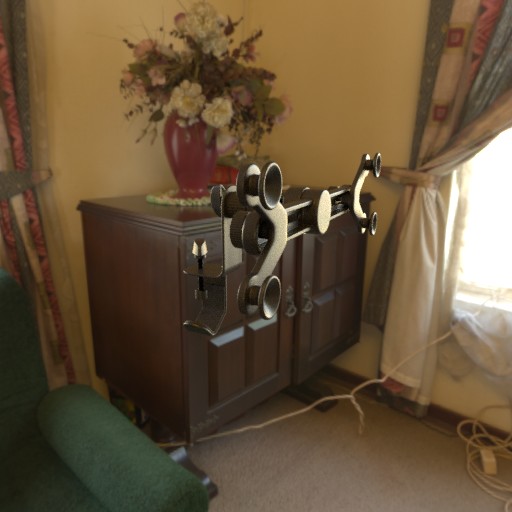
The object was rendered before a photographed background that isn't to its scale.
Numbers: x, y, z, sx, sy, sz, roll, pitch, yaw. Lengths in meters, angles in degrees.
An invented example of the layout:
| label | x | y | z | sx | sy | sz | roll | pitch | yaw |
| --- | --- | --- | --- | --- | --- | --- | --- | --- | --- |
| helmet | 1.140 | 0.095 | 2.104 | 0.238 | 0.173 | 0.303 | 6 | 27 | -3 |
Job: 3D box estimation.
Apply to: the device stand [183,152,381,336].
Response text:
| label | x | y | z | sx | sy | sz | roll | pitch | yaw |
| --- | --- | --- | --- | --- | --- | --- | --- | --- | --- |
| device stand | 0.000 | 0.000 | 0.371 | 0.142 | 0.166 | 0.270 | 7 | 16 | 26 |
